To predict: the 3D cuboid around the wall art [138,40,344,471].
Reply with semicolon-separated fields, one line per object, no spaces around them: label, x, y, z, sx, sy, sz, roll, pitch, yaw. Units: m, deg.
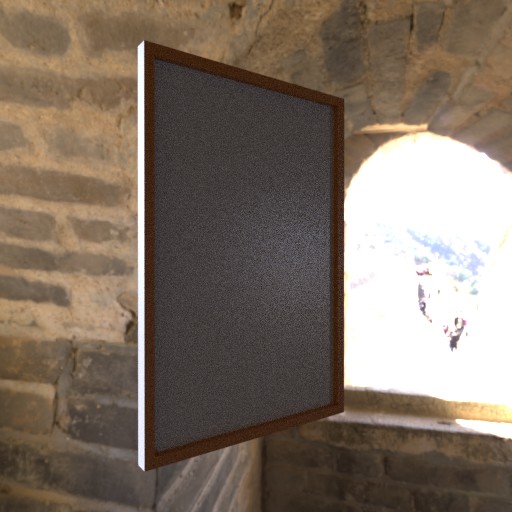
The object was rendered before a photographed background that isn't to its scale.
wall art;0.000;0.000;0.751;0.405;0.608;0.025;0;0;-36
